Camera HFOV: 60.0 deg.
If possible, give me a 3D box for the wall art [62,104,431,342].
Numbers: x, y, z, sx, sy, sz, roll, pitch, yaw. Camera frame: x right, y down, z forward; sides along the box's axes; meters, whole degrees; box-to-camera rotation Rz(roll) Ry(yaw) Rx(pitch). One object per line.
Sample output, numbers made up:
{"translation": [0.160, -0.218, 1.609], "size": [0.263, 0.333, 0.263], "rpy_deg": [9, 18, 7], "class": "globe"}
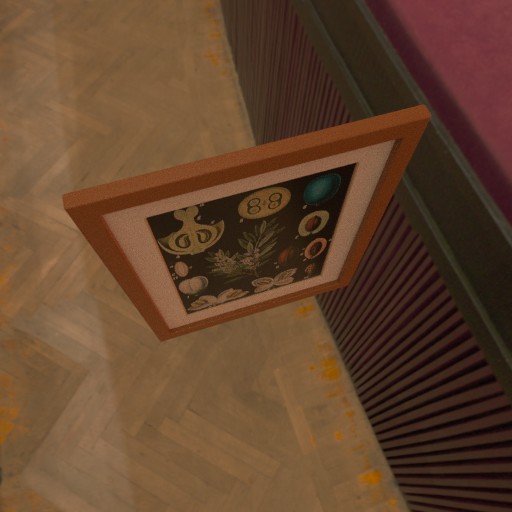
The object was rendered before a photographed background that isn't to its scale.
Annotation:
{"translation": [0.000, 0.000, 0.529], "size": [0.310, 0.379, 0.015], "rpy_deg": [-16, 65, -8], "class": "wall art"}
